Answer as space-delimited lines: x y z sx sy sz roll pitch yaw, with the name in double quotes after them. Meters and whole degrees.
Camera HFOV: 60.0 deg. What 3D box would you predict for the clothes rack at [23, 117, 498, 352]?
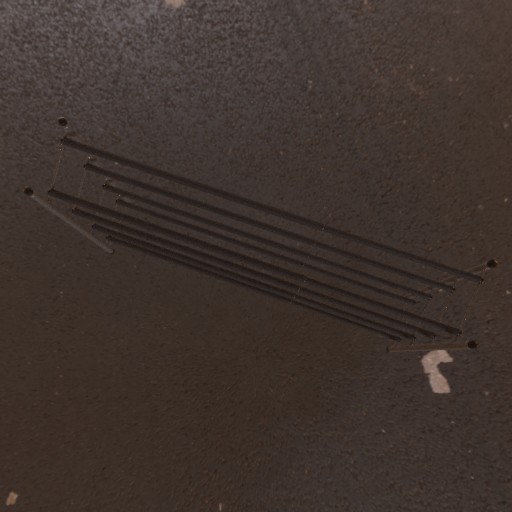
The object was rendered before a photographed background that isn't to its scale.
0.000 0.000 1.417 1.168 0.672 0.229 19 78 4 "clothes rack"
